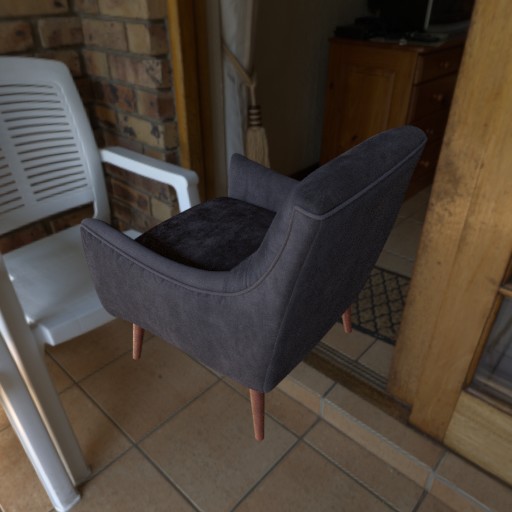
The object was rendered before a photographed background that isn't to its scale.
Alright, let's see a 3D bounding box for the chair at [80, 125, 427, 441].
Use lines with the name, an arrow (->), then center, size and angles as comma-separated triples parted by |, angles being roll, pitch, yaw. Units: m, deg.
chair -> 0.000, 0.000, 1.437 | 0.787, 0.838, 0.762 | 22, 39, 30
